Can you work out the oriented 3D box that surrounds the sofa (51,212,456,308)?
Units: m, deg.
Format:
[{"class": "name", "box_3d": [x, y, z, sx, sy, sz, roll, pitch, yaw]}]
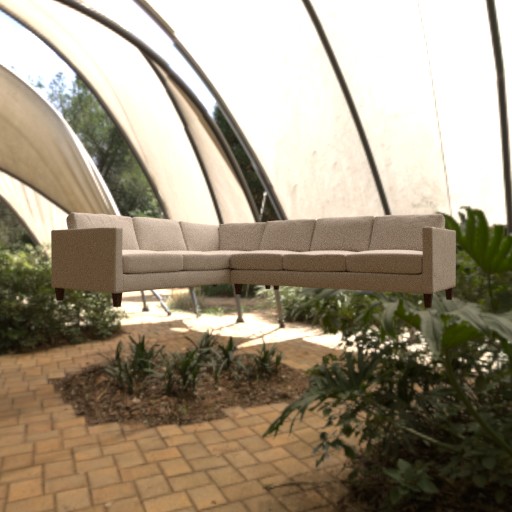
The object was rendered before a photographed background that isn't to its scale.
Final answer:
[{"class": "sofa", "box_3d": [0.000, 0.000, 4.345, 3.182, 0.863, 2.432, 0, 0, 36]}]
